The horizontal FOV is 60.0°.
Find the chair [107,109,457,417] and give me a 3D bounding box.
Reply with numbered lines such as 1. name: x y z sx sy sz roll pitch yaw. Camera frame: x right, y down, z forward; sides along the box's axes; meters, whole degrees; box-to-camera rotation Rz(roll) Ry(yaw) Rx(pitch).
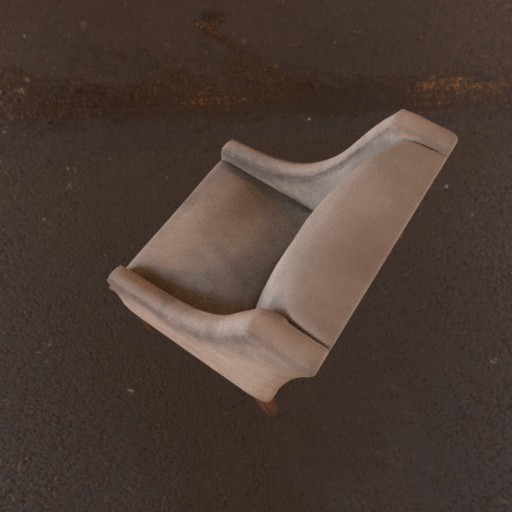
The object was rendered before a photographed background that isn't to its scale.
1. chair: 0.000 0.000 1.289 0.629 0.895 0.629 32 69 14
